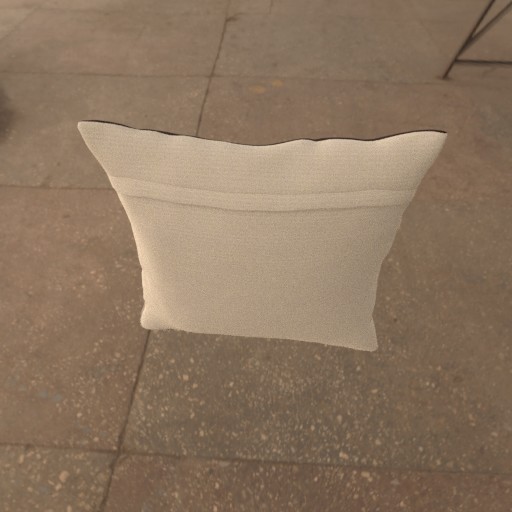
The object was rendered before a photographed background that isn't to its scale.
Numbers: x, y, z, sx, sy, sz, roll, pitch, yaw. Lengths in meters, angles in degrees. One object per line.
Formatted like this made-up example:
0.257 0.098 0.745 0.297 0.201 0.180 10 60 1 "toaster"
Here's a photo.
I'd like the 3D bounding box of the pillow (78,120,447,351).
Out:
0.000 0.000 0.723 0.475 0.473 0.178 4 47 4 "pillow"
